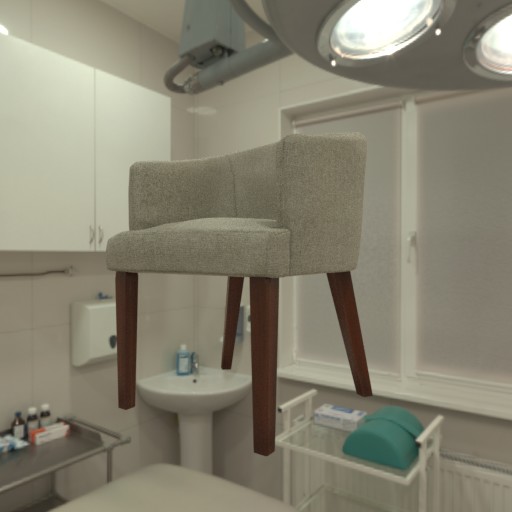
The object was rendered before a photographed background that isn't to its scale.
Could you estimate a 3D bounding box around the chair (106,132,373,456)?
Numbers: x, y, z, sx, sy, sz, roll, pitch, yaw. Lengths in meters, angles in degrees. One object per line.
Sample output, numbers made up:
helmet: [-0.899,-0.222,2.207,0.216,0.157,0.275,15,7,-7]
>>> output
chair: [0.000,0.000,1.279,0.583,0.811,0.655,0,0,36]
